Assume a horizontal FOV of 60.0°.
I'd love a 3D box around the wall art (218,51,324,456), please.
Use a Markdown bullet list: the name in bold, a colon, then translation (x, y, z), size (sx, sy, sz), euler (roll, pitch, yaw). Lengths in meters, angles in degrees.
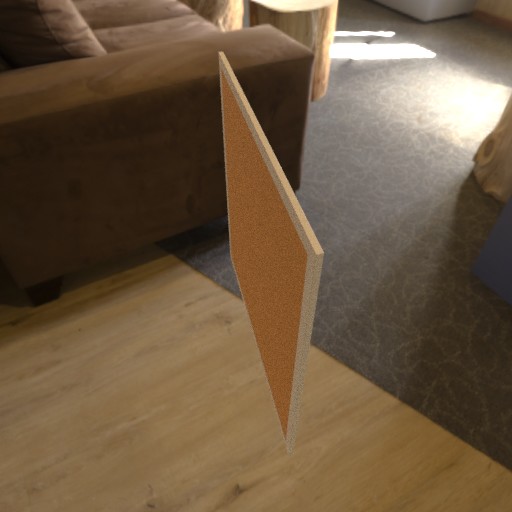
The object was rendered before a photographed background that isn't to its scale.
- **wall art**: translation (0.000, 0.000, 0.854), size (0.009, 0.559, 0.558), euler (-10, 46, -10)
